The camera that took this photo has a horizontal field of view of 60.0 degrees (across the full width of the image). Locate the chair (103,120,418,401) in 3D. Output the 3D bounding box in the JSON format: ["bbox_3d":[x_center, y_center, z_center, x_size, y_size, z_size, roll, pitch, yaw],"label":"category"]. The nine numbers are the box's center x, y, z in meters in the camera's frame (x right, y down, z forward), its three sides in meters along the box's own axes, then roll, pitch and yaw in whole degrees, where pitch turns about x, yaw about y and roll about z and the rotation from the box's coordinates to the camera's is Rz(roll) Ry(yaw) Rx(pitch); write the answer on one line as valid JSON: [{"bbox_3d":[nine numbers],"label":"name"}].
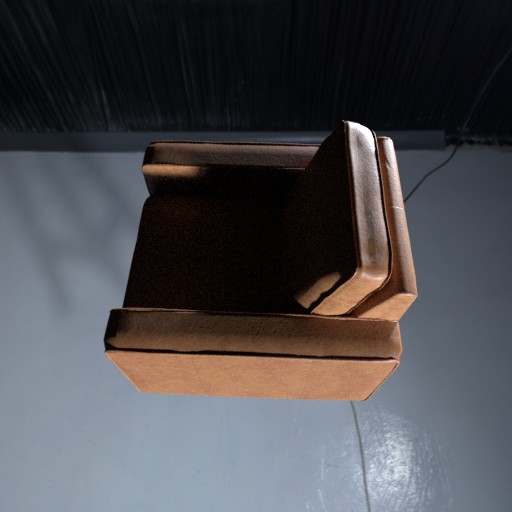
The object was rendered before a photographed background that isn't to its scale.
[{"bbox_3d":[0.000,0.000,1.783,1.027,0.901,0.987,-1,60,0],"label":"chair"}]
